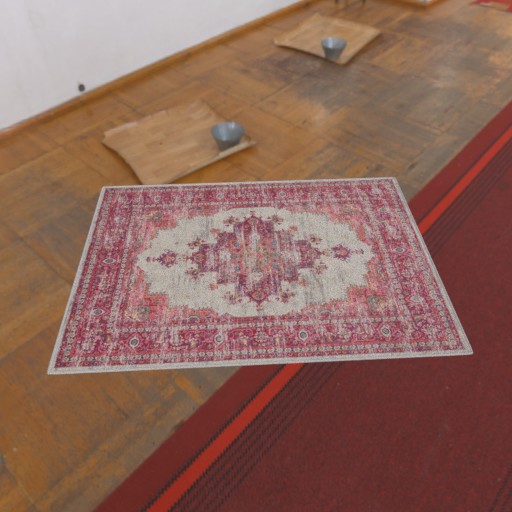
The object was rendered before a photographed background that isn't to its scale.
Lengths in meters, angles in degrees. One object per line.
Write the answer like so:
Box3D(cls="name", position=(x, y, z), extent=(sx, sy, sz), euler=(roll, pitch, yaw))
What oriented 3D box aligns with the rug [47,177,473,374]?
Box3D(cls="rug", position=(0.000, 0.000, 2.841), extent=(2.232, 0.011, 1.555), euler=(-2, 47, -2))
